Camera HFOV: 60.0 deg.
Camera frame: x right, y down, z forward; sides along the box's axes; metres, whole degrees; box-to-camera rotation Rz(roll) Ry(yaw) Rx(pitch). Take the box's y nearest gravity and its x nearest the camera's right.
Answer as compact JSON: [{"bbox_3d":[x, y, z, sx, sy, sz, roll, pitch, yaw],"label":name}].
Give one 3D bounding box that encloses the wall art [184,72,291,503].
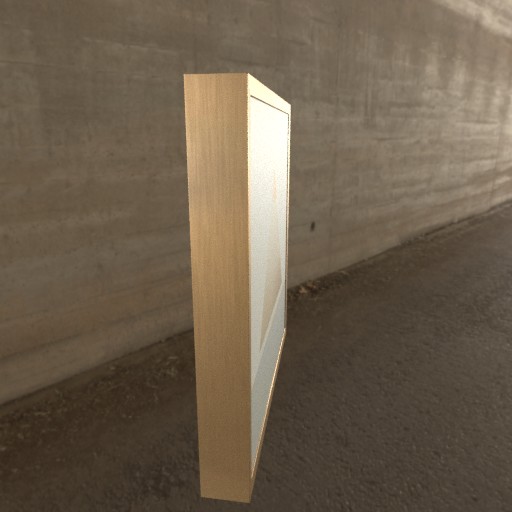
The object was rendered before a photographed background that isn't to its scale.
[{"bbox_3d":[0.000,0.000,0.443,0.038,0.303,0.305,2,16,9],"label":"wall art"}]
